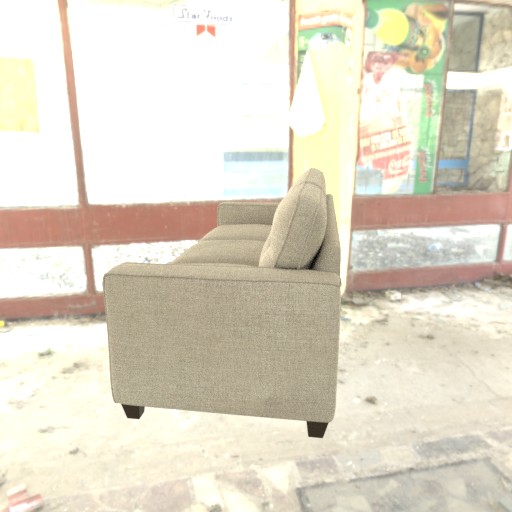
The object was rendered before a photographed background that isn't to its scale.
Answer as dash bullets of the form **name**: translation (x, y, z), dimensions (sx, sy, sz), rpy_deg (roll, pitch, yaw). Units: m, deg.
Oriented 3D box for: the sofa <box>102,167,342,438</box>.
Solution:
- **sofa**: translation (0.000, 0.000, 2.692), dimensions (0.939, 0.965, 2.133), rpy_deg (2, 15, 8)
